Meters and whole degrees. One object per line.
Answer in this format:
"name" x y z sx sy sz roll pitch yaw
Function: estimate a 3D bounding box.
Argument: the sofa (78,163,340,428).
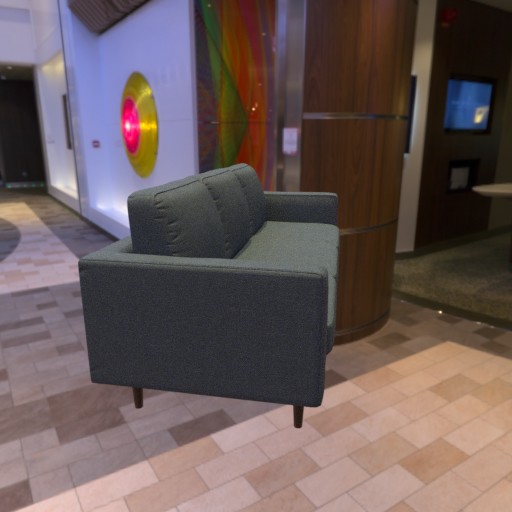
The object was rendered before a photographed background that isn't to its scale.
"sofa" 0.000 0.000 2.535 0.935 0.945 2.013 3 16 11
